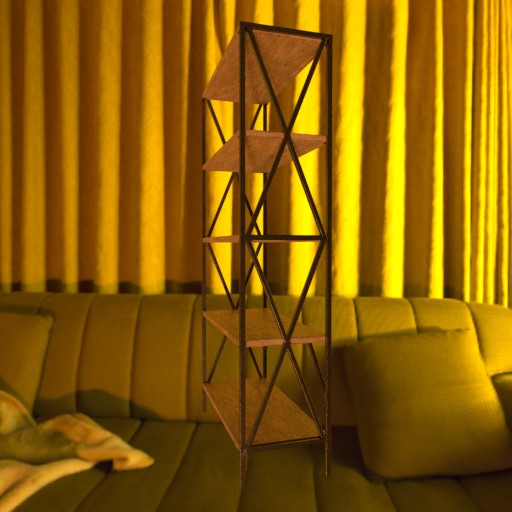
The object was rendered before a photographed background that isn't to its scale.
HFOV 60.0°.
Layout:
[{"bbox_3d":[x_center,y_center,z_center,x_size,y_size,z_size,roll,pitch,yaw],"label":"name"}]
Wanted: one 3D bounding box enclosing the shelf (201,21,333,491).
[{"bbox_3d":[0.000,0.000,2.173,0.386,1.803,0.874,0,1,-17],"label":"shelf"}]
